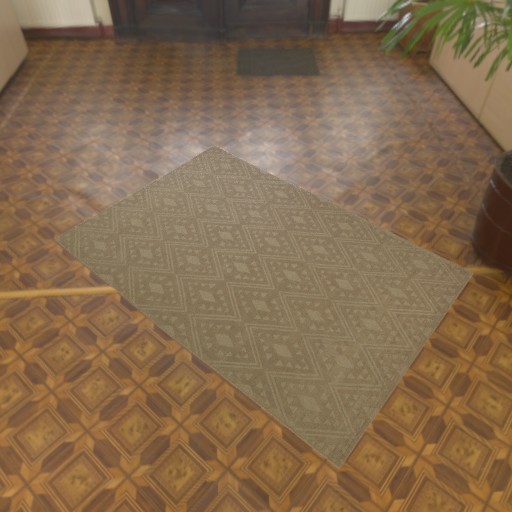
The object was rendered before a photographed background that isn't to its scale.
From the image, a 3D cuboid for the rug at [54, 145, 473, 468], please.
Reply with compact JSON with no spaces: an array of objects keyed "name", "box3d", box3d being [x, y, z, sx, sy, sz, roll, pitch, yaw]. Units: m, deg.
[{"name":"rug","box3d":[0.000,0.000,2.320,1.829,0.034,1.252,31,53,27]}]
